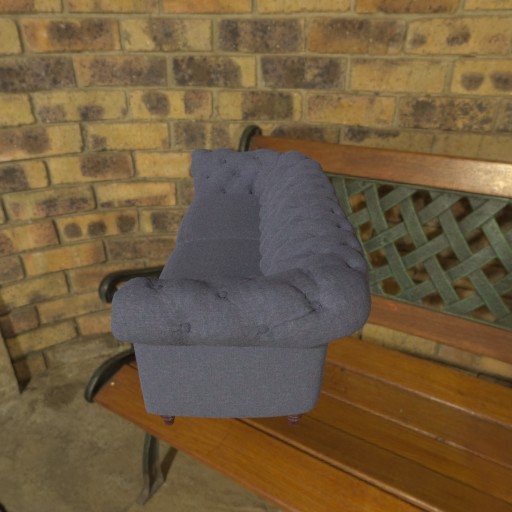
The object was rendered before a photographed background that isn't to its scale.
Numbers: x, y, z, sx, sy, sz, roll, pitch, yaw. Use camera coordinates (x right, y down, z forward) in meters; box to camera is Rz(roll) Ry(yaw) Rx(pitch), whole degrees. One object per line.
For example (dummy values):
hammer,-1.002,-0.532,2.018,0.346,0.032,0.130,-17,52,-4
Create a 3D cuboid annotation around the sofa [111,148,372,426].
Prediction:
sofa,0.000,0.000,2.724,1.046,0.836,2.335,0,27,0
